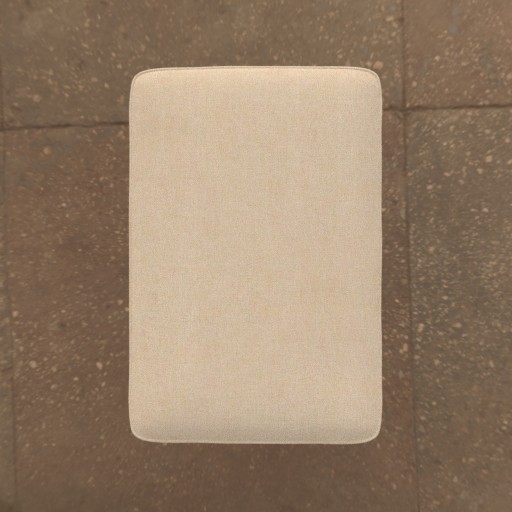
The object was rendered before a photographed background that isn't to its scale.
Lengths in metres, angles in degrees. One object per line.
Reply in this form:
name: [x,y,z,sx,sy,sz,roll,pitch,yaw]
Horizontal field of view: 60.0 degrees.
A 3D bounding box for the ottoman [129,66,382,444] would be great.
ottoman: [0.000,0.000,1.203,0.583,0.484,0.862,0,90,1]
